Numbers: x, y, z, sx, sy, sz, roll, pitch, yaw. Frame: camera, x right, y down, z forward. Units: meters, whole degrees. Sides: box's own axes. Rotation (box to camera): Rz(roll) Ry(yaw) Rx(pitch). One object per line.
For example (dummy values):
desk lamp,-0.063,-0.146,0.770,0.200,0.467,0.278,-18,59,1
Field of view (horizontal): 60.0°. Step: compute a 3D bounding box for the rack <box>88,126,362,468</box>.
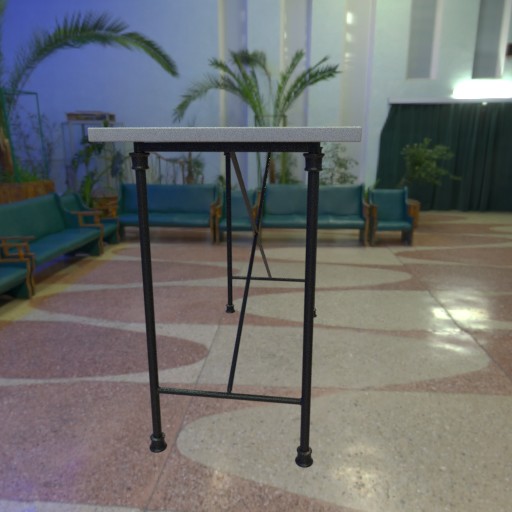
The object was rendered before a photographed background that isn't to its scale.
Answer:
rack,0.000,0.000,1.634,0.613,0.880,1.159,2,15,8
